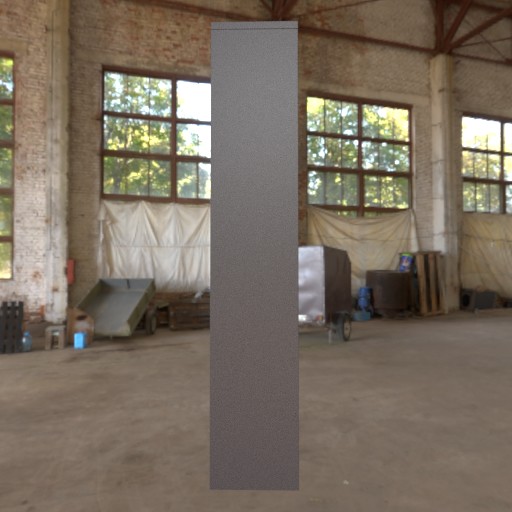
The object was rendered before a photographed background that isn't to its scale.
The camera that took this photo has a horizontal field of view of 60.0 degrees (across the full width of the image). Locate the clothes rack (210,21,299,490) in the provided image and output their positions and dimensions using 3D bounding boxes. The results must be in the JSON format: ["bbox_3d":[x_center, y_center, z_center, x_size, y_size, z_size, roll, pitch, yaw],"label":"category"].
[{"bbox_3d":[0.000,0.000,1.585,0.250,1.280,0.750,0,-1,1],"label":"clothes rack"}]
